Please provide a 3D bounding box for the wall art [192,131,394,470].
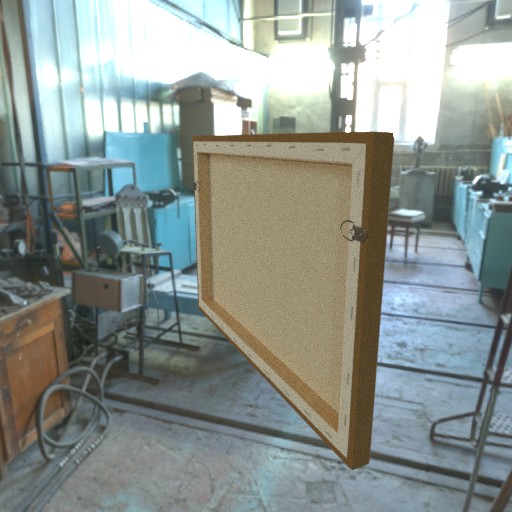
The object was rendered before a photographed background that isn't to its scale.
[{"bbox_3d":[0.000,0.000,0.480,0.019,0.254,0.380,-7,16,-24],"label":"wall art"}]
